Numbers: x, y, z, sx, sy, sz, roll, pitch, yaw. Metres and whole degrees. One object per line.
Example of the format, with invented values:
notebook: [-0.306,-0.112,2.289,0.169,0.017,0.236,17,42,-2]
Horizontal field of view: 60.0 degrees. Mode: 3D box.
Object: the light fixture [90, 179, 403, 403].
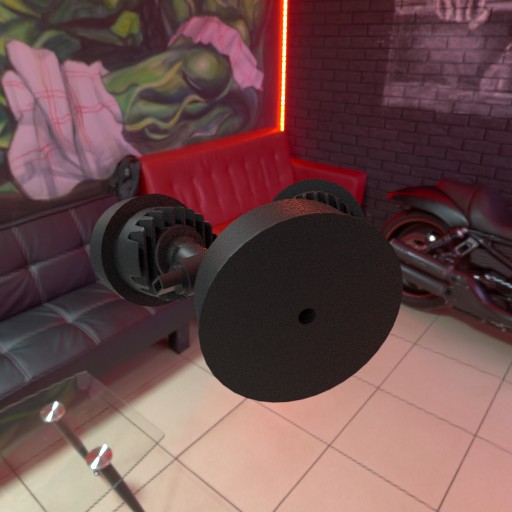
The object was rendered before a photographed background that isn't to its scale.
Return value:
light fixture: [0.000,0.000,0.294,0.213,0.120,0.168,-8,27,-16]
